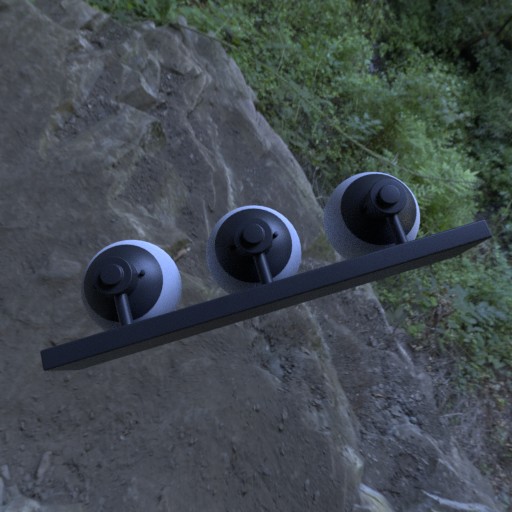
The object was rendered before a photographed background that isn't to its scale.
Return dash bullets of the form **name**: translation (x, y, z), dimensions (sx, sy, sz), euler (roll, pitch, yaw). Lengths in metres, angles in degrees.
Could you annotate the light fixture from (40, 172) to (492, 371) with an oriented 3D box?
- **light fixture**: translation (0.000, 0.000, 0.831), dimensions (0.721, 0.263, 0.218), euler (-16, 77, -4)
